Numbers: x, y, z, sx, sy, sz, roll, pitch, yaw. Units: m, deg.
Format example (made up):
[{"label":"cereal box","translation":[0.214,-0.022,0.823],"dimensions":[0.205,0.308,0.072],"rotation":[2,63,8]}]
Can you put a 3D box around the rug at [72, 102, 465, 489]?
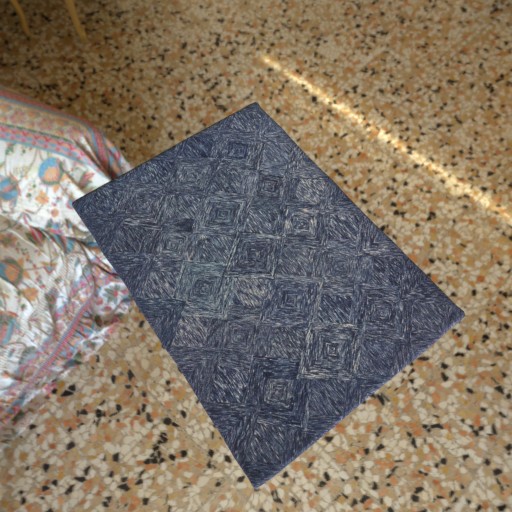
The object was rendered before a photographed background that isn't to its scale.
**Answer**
[{"label":"rug","translation":[0.000,0.000,4.287],"dimensions":[2.385,0.024,3.245],"rotation":[-34,69,-15]}]
